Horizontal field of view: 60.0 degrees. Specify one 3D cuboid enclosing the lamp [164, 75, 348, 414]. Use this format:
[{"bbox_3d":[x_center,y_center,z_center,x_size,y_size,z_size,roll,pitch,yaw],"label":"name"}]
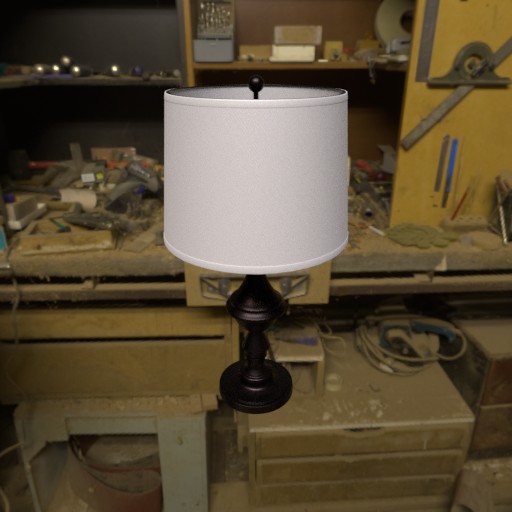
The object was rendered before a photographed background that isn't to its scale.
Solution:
[{"bbox_3d":[0.000,0.000,0.960,0.383,0.726,0.383,0,25,0],"label":"lamp"}]
